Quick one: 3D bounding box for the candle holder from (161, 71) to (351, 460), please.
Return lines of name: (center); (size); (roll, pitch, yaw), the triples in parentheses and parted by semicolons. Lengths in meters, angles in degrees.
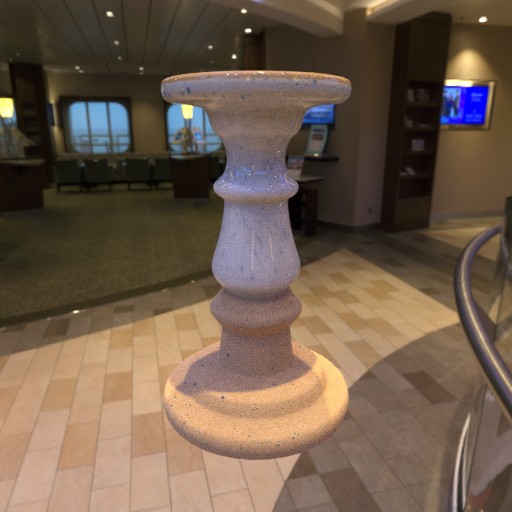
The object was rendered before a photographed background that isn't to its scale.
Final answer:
candle holder: (0.000, 0.000, 0.274); (0.123, 0.202, 0.123); (0, 16, 0)
